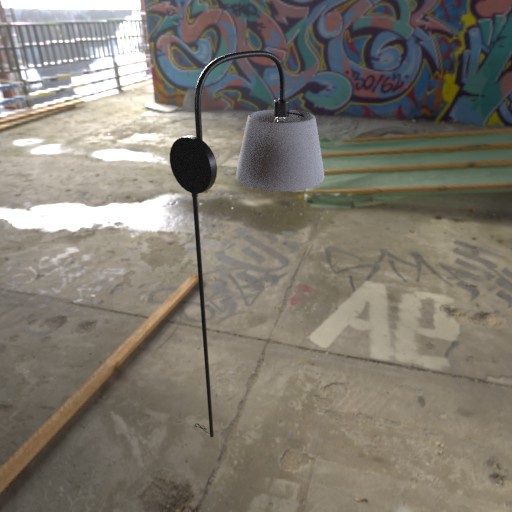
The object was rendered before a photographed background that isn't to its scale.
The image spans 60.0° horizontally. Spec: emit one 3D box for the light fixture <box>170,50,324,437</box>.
[{"bbox_3d":[0.000,0.000,0.473,0.092,0.399,0.176,20,35,31],"label":"light fixture"}]
